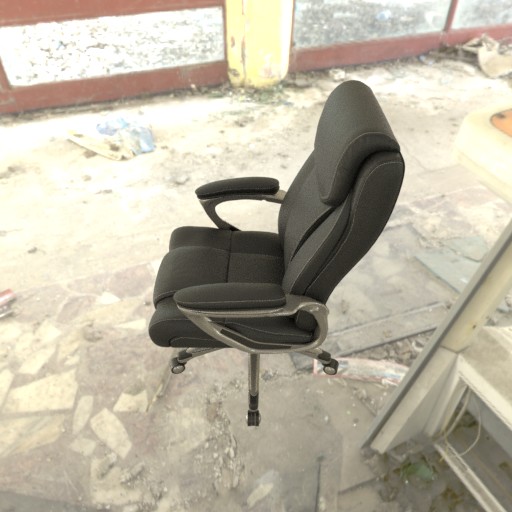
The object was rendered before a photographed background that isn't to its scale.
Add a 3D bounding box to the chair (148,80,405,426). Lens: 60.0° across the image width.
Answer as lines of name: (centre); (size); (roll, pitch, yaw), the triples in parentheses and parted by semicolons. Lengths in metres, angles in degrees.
chair: (0.000, 0.000, 1.642); (0.784, 1.167, 0.741); (0, 41, 0)
